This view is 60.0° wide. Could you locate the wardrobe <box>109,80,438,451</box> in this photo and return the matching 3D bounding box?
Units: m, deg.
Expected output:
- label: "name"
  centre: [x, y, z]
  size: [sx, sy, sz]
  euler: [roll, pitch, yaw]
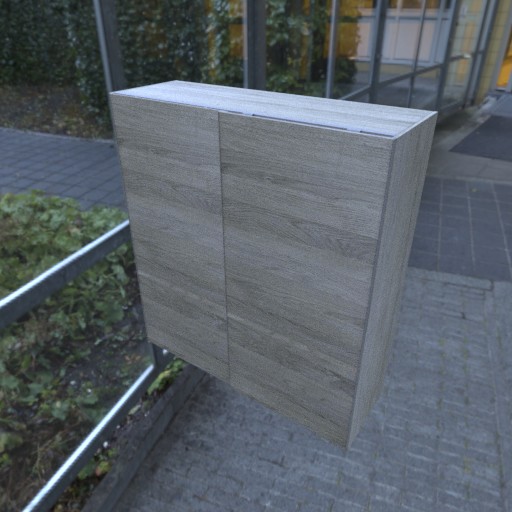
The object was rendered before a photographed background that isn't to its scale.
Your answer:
- label: "wardrobe"
  centre: [0.000, 0.000, 2.917]
  size: [1.780, 1.960, 0.629]
  euler: [19, 35, 30]
